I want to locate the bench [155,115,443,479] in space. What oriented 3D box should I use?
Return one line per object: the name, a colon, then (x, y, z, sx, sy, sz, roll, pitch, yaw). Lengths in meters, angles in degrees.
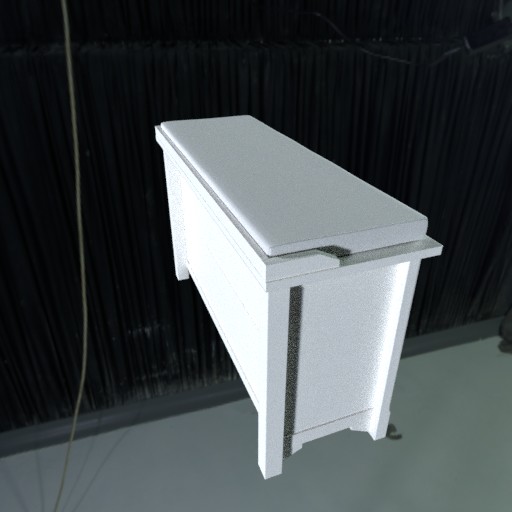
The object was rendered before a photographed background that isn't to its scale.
bench: (0.000, 0.000, 1.270, 0.346, 0.589, 0.987, -11, 31, -18)
